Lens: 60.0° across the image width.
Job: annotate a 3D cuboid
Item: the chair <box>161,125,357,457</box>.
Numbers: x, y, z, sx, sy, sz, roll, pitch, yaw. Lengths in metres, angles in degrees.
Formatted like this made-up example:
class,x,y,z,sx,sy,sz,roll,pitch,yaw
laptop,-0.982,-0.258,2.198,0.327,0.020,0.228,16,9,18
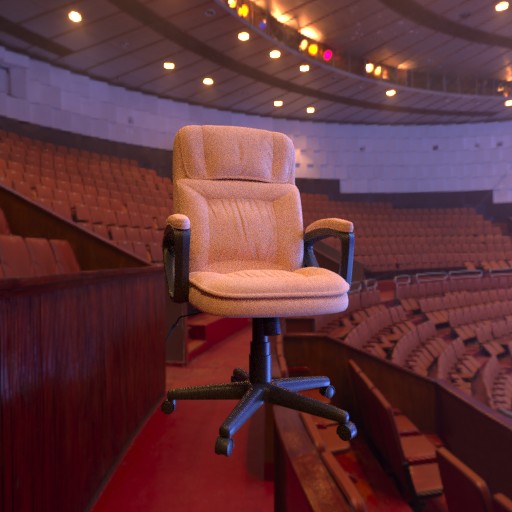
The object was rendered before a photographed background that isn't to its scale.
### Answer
class,x,y,z,sx,sy,sz,roll,pitch,yaw
chair,0.000,0.000,1.598,0.667,1.105,0.724,0,0,-17
